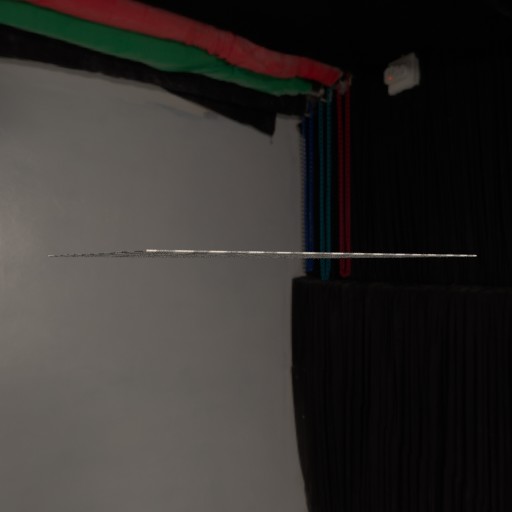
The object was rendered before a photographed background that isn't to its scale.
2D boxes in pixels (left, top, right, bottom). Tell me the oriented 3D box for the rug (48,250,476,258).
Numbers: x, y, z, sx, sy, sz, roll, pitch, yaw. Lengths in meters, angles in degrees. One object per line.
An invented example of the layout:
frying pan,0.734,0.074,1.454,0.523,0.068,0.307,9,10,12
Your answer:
rug,0.000,0.000,4.002,3.021,0.013,2.432,1,-1,-35
